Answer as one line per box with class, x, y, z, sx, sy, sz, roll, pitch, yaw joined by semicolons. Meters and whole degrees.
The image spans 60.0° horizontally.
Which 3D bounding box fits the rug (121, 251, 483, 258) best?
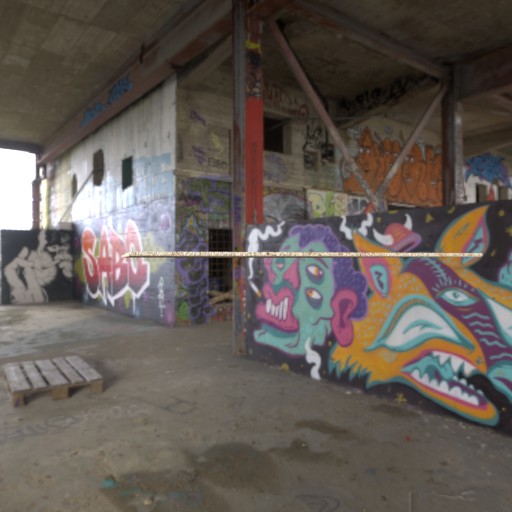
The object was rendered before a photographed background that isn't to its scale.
rug;0.000;0.000;4.189;2.400;0.025;3.000;0;0;-18
